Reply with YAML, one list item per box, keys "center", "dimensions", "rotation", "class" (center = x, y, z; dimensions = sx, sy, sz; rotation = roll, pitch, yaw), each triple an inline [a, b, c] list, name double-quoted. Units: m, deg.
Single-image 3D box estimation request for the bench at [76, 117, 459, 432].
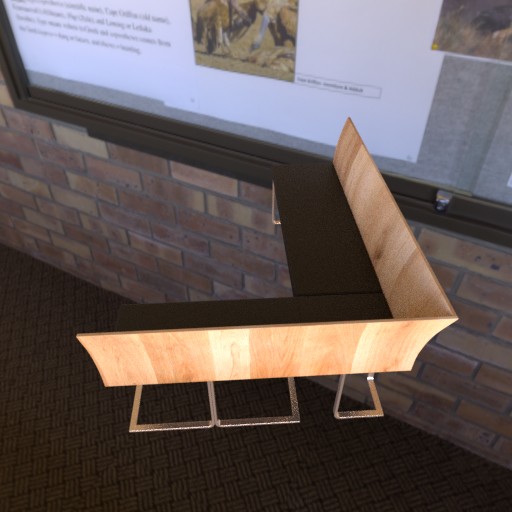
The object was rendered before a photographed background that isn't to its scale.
- center: [0.000, 0.000, 2.765]
  dimensions: [1.495, 0.930, 1.945]
  rotation: [-2, 41, -3]
  class: "bench"
